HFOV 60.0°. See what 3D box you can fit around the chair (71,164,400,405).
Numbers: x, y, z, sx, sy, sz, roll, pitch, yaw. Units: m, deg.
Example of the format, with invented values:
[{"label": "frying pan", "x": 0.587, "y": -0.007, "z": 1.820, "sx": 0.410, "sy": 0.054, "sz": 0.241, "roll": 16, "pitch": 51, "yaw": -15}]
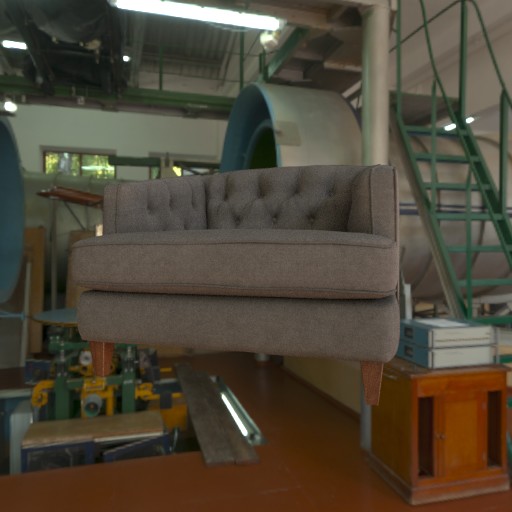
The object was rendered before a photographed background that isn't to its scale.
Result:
[{"label": "chair", "x": 0.000, "y": 0.000, "z": 1.780, "sx": 1.104, "sy": 0.852, "sz": 0.941, "roll": 0, "pitch": 1, "yaw": 18}]
